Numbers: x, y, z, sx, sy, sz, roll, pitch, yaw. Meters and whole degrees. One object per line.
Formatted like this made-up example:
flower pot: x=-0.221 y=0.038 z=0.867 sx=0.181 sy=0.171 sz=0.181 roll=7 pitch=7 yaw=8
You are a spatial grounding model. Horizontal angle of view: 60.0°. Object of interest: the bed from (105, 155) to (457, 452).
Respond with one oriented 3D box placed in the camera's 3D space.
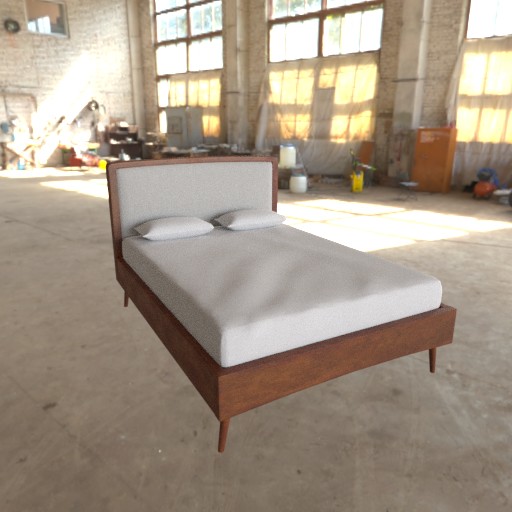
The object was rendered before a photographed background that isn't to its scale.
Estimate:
bed: x=0.000 y=0.000 z=3.210 sx=1.587 sy=1.275 sz=2.196 roll=-9 pitch=19 yaw=-27
